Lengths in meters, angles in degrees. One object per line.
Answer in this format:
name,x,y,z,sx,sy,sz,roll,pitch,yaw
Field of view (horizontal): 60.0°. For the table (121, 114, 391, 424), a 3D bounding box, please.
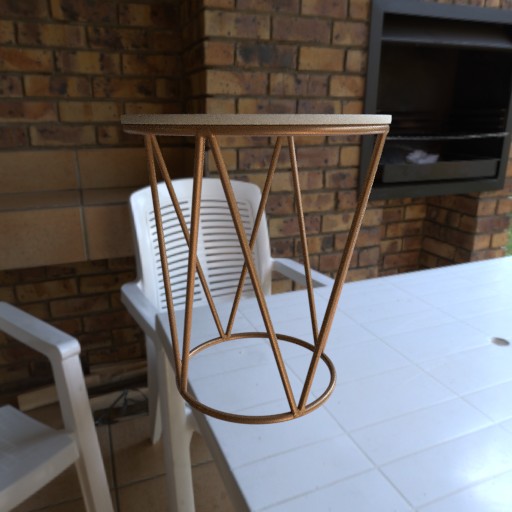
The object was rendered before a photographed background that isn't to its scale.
table,0.000,0.000,0.934,0.500,0.564,0.500,0,17,0
